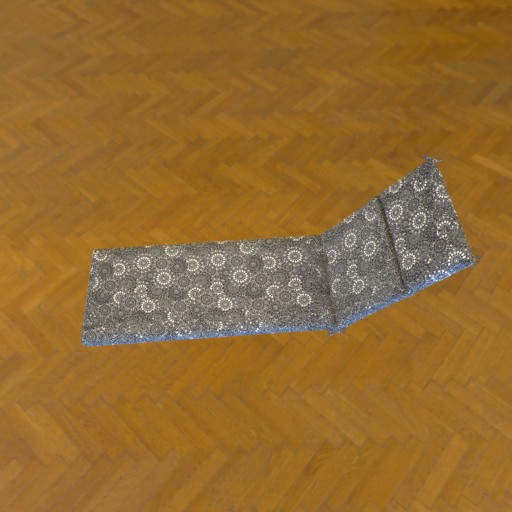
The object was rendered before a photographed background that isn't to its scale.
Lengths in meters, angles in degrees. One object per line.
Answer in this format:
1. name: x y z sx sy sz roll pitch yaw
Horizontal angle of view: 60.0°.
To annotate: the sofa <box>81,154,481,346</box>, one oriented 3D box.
1. sofa: 0.000 0.000 1.991 1.663 0.622 0.582 -4 58 -2
